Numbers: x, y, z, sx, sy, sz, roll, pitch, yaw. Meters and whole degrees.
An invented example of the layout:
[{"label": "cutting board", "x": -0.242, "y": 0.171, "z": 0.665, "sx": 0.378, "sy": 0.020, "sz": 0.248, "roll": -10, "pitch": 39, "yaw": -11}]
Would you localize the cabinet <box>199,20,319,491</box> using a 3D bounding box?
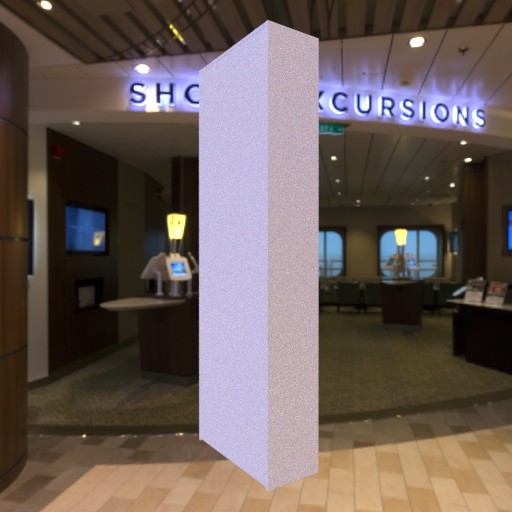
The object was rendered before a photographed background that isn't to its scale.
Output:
[{"label": "cabinet", "x": 0.000, "y": 0.000, "z": 1.820, "sx": 0.255, "sy": 1.630, "sz": 0.520, "roll": 0, "pitch": 0, "yaw": -34}]
